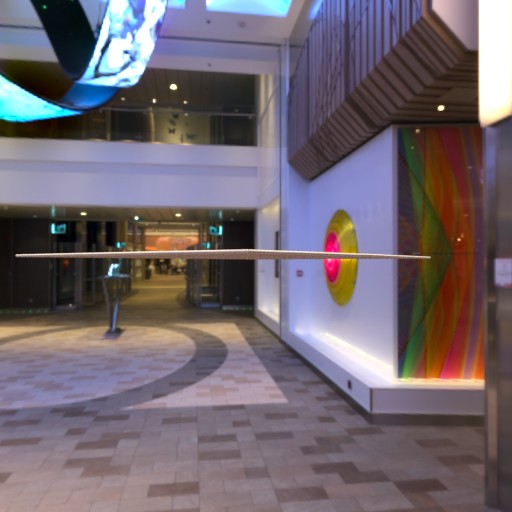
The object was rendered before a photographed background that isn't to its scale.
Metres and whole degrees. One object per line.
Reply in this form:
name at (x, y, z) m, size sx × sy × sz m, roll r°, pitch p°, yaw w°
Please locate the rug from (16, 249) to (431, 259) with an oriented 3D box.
rug at (0.000, 0.000, 3.063) m, size 1.706 × 0.026 × 2.438 m, roll -1°, pitch -1°, yaw 36°
